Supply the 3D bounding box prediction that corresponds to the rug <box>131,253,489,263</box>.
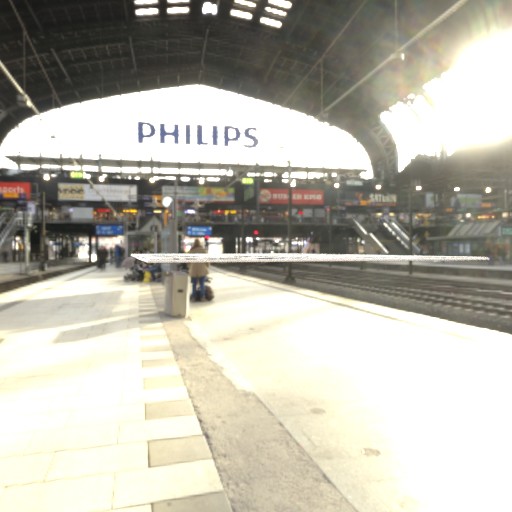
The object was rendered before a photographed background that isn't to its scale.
[{"bbox_3d":[0.000,0.000,2.867,1.514,0.014,2.275,0,1,-17],"label":"rug"}]
